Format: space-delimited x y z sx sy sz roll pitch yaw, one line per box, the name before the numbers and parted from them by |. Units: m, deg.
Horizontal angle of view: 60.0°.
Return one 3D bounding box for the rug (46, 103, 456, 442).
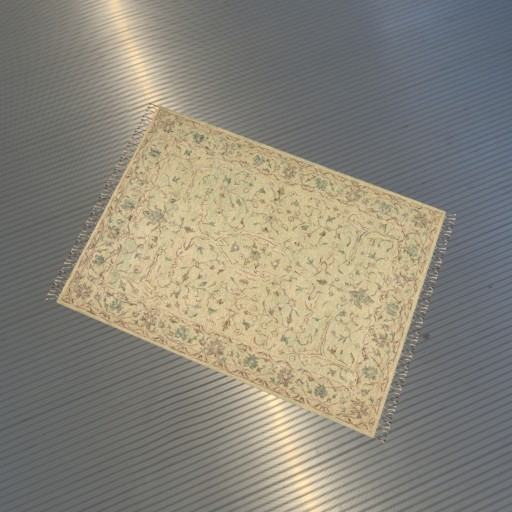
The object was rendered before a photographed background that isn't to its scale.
rug | 0.000 0.000 2.299 1.802 0.008 1.247 22 77 5
